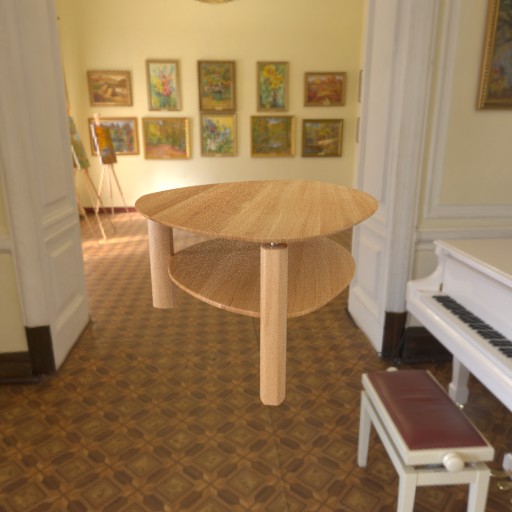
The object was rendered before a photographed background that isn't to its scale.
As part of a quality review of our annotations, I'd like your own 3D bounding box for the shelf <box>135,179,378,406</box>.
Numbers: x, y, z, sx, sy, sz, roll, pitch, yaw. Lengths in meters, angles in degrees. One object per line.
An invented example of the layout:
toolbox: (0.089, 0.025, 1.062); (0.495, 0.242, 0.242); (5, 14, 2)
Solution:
shelf: (0.000, 0.000, 1.655); (0.845, 0.440, 1.246); (2, 16, 8)
